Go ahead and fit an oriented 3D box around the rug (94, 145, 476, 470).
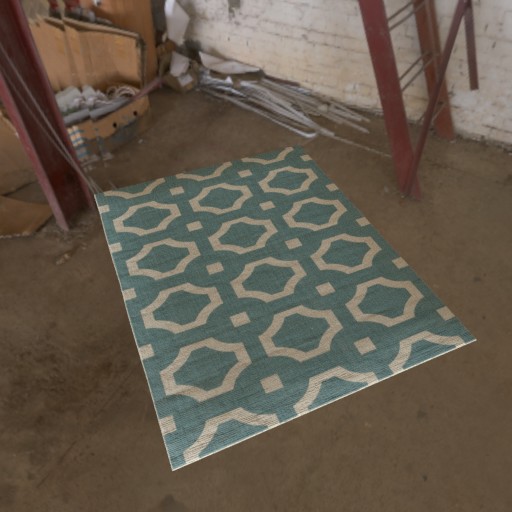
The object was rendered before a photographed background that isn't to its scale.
[{"bbox_3d":[0.000,0.000,4.113,2.466,0.021,3.049,-17,48,-16],"label":"rug"}]
